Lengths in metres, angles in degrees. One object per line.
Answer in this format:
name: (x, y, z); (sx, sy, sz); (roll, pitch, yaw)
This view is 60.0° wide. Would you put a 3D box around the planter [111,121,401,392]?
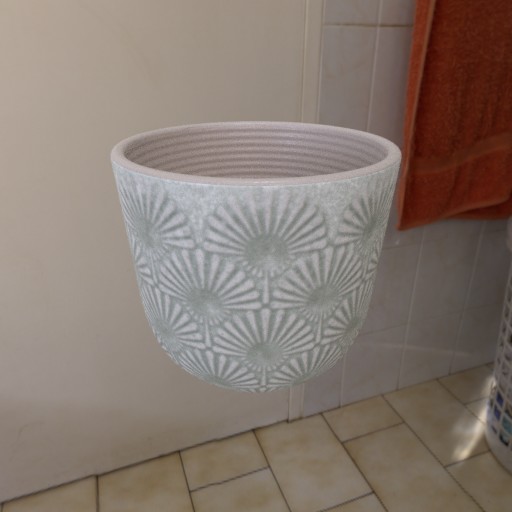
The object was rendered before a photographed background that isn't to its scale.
planter: (0.000, 0.000, 0.301); (0.170, 0.152, 0.170); (0, 26, 0)
